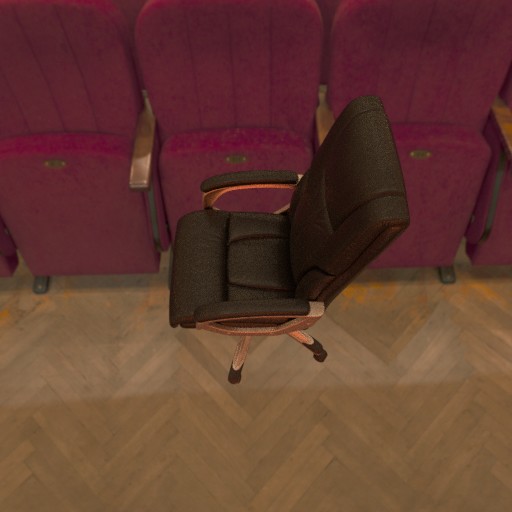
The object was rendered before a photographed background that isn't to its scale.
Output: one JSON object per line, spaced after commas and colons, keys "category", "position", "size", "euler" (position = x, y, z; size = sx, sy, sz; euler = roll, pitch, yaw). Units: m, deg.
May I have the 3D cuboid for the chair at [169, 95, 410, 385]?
{"category": "chair", "position": [0.000, 0.000, 1.683], "size": [0.780, 1.145, 0.700], "euler": [-1, 60, -1]}
